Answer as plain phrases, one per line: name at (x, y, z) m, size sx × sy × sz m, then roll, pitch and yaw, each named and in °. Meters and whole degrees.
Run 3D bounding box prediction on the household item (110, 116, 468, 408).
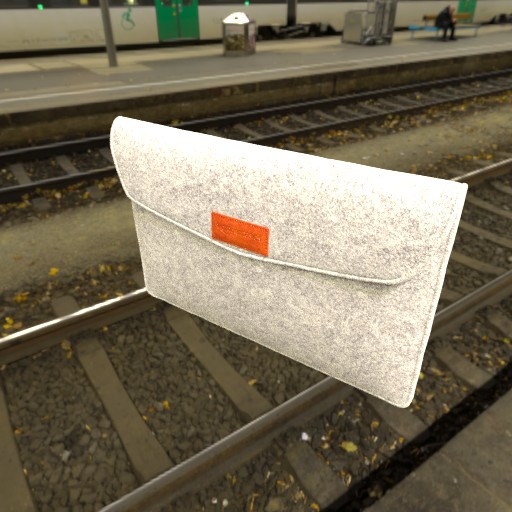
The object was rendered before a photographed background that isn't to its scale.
household item at (0.000, 0.000, 0.428) m, size 0.335 × 0.221 × 0.057 m, roll 19°, pitch 36°, yaw 28°
